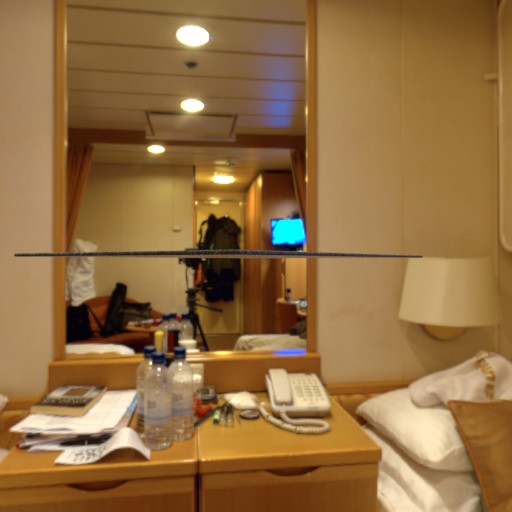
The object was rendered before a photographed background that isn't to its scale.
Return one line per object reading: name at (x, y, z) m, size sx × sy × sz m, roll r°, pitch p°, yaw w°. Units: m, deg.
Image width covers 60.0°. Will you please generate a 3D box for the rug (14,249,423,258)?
rug at (0.000, 0.000, 2.858) m, size 1.478 × 0.017 × 2.330 m, roll 0°, pitch -1°, yaw 35°
